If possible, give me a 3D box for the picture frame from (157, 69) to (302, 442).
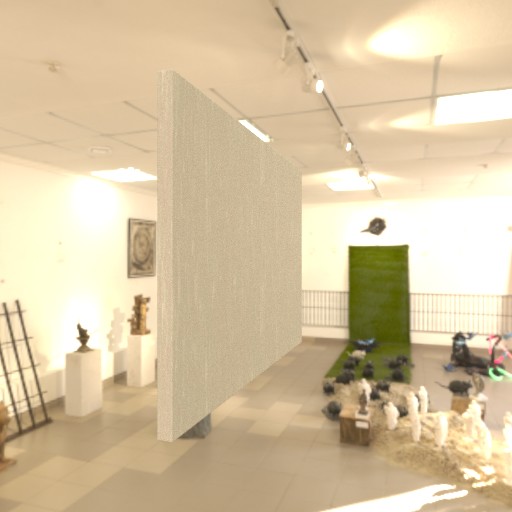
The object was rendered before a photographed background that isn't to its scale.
[{"bbox_3d":[0.000,0.000,1.212,0.029,0.640,0.950,0,0,19],"label":"picture frame"}]
